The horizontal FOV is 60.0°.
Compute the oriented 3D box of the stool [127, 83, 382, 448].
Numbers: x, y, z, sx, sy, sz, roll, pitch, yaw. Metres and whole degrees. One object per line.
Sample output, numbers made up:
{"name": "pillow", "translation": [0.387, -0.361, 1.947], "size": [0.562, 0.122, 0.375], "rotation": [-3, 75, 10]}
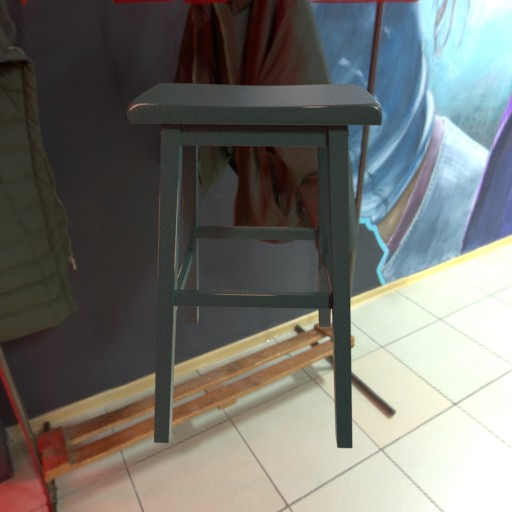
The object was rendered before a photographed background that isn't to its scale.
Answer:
{"name": "stool", "translation": [0.000, 0.000, 1.049], "size": [0.457, 0.737, 0.476], "rotation": [1, 29, 2]}
